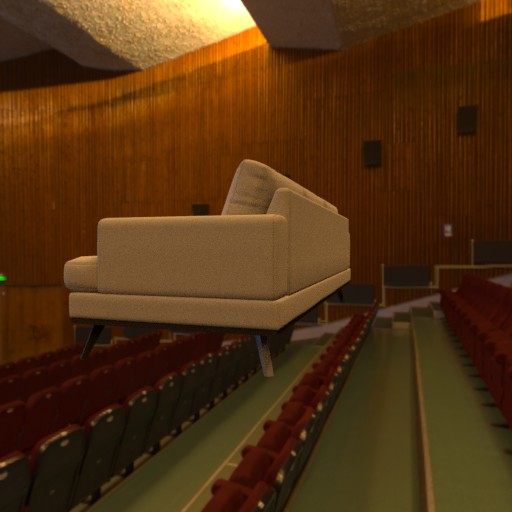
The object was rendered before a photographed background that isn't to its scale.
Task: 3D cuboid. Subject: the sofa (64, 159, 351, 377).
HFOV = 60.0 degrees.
[{"bbox_3d":[0.000,0.000,2.748,0.920,0.810,2.310,0,1,18],"label":"sofa"}]
